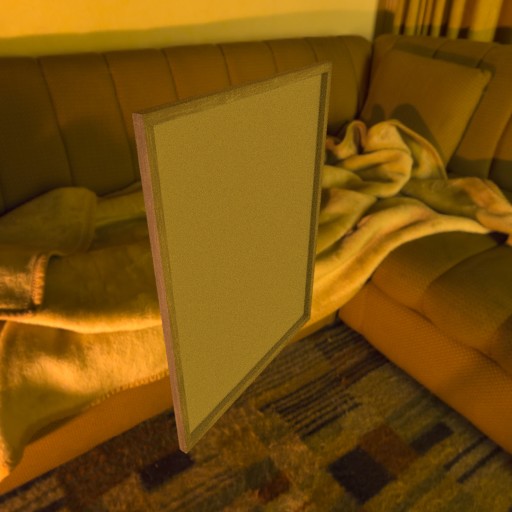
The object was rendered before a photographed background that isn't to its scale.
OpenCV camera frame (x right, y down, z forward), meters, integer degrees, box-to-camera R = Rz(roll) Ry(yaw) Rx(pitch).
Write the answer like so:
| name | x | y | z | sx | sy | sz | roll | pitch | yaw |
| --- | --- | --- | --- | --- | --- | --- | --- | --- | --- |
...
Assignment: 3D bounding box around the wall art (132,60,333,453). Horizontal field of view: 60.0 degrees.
| name | x | y | z | sx | sy | sz | roll | pitch | yaw |
| --- | --- | --- | --- | --- | --- | --- | --- | --- | --- |
| wall art | 0.000 | 0.000 | 1.368 | 0.035 | 1.022 | 0.781 | 20 | 37 | 29 |
